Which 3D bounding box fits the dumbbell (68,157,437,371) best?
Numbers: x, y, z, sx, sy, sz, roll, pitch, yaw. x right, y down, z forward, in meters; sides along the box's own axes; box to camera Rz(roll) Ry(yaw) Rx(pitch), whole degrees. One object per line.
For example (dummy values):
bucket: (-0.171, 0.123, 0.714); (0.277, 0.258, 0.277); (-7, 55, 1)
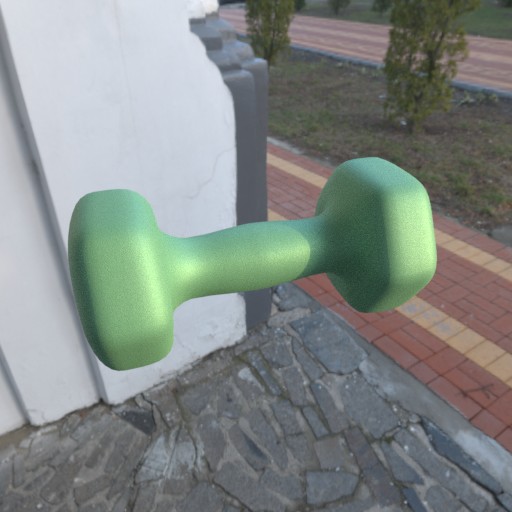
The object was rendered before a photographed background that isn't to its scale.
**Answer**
dumbbell: (0.000, 0.000, 0.338); (0.260, 0.117, 0.129); (-10, 34, -15)
